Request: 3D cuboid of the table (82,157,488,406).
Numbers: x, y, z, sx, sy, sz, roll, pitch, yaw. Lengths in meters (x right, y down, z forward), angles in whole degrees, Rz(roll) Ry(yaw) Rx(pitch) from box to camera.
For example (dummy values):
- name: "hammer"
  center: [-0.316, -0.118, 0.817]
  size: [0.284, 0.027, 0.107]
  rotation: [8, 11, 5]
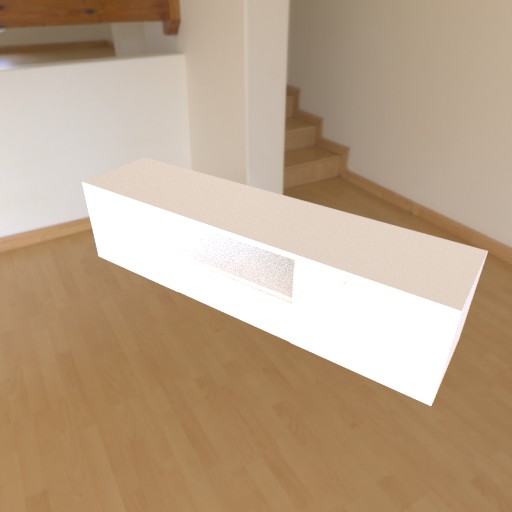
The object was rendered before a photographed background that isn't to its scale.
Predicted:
- name: "table"
  center: [0.000, 0.000, 1.879]
  size: [1.650, 0.420, 0.390]
  rotation: [20, 37, 28]
